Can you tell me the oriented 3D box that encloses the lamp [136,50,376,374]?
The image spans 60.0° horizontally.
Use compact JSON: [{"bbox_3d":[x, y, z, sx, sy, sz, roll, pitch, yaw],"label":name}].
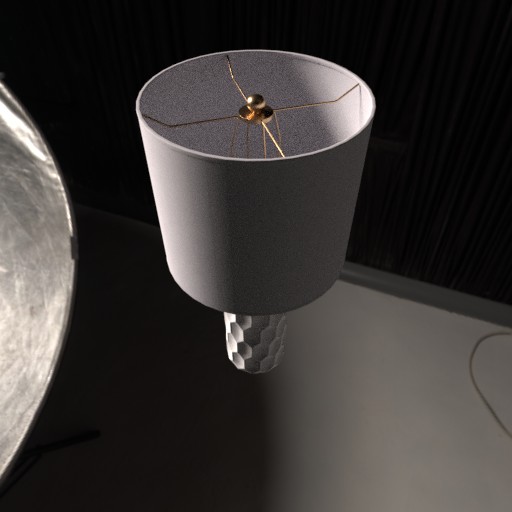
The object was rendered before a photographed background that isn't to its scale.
[{"bbox_3d":[0.000,0.000,0.710,0.277,0.537,0.277,15,47,15],"label":"lamp"}]
